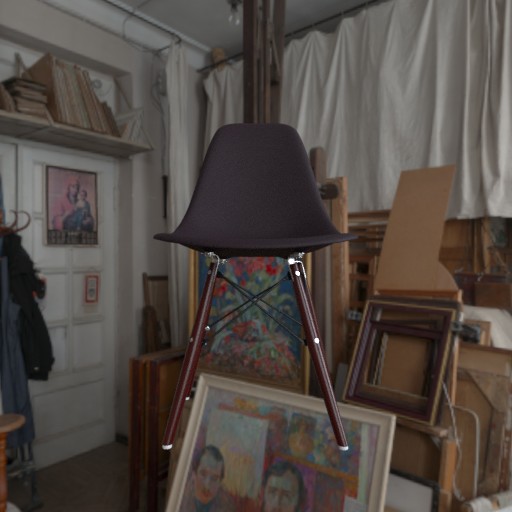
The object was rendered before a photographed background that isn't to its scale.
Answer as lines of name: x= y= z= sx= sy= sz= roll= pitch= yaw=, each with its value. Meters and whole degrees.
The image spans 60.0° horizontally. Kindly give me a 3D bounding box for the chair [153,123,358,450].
chair: x=0.000 y=0.000 z=1.128 sx=0.470 sy=0.826 sz=0.533 roll=0 pitch=0 yaw=0
